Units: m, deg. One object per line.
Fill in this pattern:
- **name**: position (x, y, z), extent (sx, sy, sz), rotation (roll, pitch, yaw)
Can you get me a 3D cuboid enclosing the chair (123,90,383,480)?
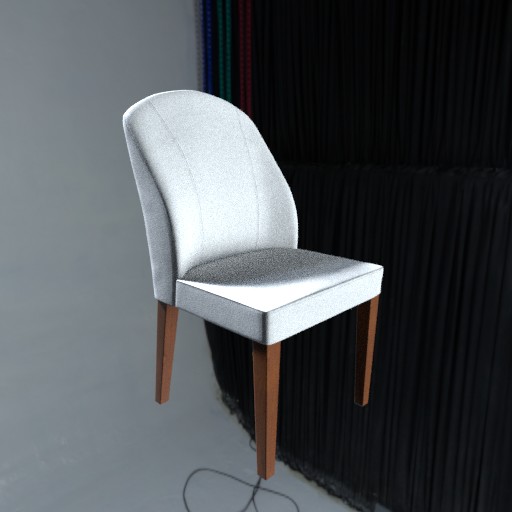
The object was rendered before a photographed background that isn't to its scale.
- **chair**: position (0.000, 0.000, 1.213), extent (0.540, 0.893, 0.472), rotation (14, 20, 43)
